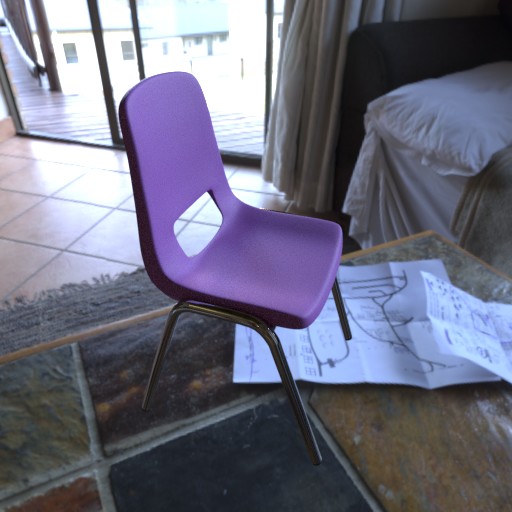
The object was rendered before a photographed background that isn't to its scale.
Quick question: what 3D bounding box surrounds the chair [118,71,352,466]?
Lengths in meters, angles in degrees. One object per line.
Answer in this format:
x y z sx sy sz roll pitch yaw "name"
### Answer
0.000 0.000 0.667 0.301 0.493 0.291 11 35 16 "chair"
